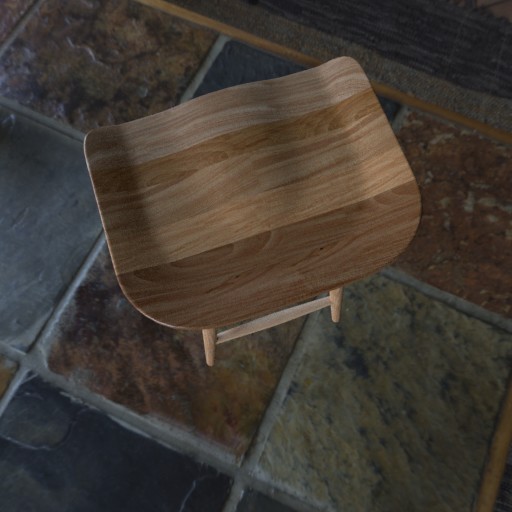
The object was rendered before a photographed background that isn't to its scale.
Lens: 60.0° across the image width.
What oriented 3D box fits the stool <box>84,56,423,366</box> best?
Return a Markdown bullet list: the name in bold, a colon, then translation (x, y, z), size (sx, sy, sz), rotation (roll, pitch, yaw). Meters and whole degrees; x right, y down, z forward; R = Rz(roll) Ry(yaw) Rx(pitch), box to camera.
- **stool**: translation (0.000, 0.000, 0.917), size (0.407, 0.698, 0.322), rotation (-18, 75, -5)
